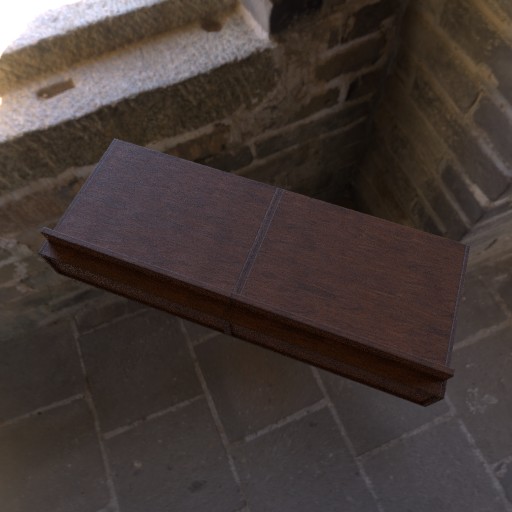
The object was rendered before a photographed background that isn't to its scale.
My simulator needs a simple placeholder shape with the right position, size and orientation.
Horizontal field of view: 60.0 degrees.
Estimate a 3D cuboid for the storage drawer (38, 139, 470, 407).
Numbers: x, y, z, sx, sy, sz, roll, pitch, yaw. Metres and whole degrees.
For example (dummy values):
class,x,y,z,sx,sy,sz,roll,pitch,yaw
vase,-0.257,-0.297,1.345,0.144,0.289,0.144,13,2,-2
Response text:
class,x,y,z,sx,sy,sz,roll,pitch,yaw
storage drawer,0.000,0.000,2.192,1.914,0.339,0.774,18,64,9
